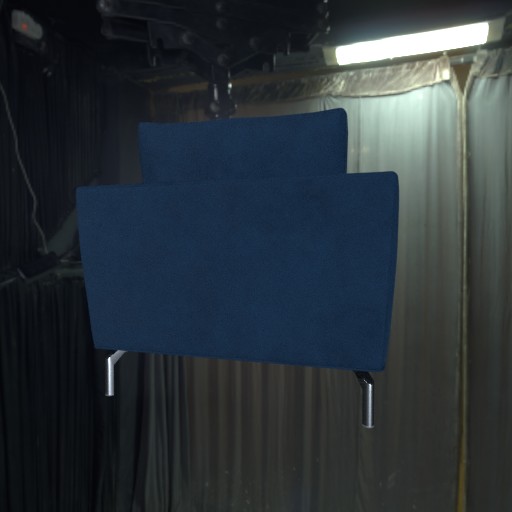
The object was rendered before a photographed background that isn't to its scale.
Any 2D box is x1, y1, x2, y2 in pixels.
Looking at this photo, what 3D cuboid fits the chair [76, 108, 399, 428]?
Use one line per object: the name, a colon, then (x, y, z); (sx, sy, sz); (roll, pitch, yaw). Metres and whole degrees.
chair: (0.000, 0.000, 1.595); (0.977, 0.893, 0.746); (1, 2, 18)
